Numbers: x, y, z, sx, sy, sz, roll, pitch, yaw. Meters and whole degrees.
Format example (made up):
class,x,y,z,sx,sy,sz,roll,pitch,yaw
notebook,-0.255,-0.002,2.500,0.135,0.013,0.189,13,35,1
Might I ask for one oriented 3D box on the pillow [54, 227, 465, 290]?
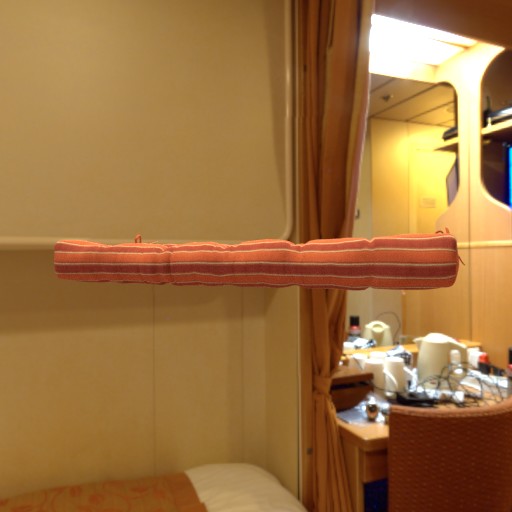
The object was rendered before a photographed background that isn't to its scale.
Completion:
class,x,y,z,sx,sy,sz,roll,pitch,yaw
pillow,0.000,0.000,1.366,1.194,0.174,0.511,0,0,21
